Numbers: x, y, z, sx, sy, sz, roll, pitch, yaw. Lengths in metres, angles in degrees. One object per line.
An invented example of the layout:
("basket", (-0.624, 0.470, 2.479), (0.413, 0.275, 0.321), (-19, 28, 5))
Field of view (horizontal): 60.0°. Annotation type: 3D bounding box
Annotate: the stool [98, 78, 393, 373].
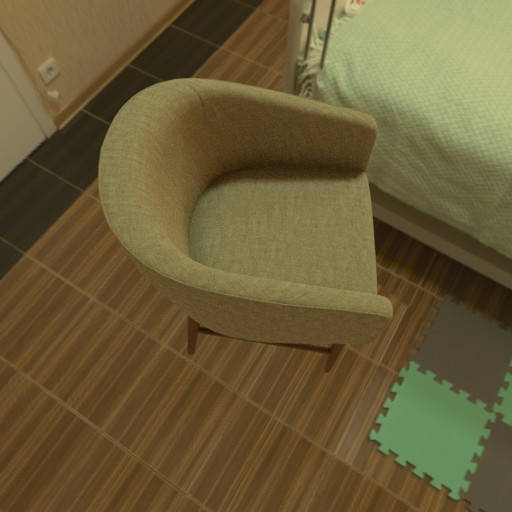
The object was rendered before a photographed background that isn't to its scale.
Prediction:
("stool", (0.000, 0.000, 1.321), (0.635, 0.952, 0.559), (3, 64, 1))
